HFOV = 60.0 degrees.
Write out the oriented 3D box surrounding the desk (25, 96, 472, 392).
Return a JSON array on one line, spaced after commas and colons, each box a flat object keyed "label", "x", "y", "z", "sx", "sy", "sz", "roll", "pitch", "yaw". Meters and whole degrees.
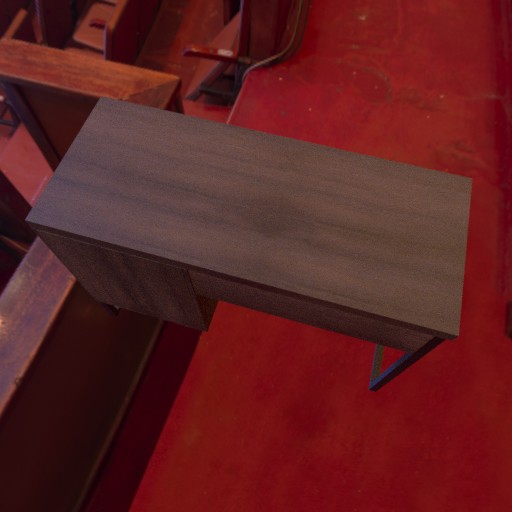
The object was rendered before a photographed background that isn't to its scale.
[{"label": "desk", "x": 0.000, "y": 0.000, "z": 1.552, "sx": 1.134, "sy": 0.752, "sz": 0.511, "roll": 15, "pitch": 64, "yaw": 7}]
